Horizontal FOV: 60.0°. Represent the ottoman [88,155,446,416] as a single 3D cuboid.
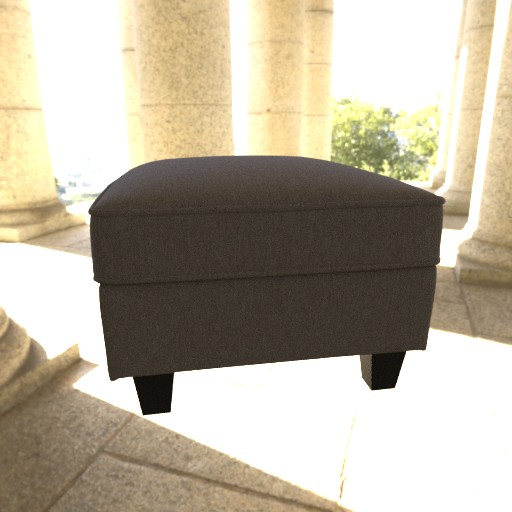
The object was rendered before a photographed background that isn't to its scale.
[{"bbox_3d":[0.000,0.000,1.403,0.871,0.612,0.808,-3,17,-10],"label":"ottoman"}]
